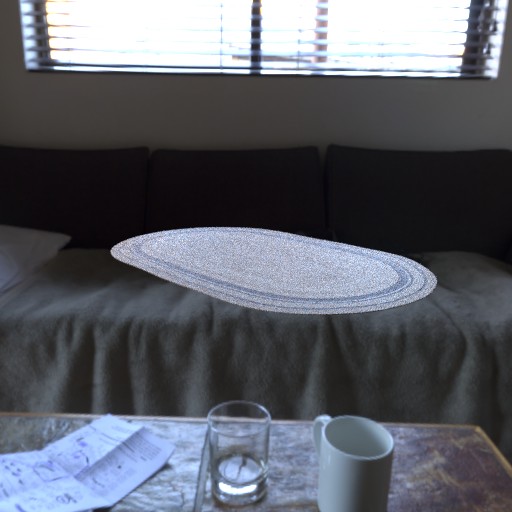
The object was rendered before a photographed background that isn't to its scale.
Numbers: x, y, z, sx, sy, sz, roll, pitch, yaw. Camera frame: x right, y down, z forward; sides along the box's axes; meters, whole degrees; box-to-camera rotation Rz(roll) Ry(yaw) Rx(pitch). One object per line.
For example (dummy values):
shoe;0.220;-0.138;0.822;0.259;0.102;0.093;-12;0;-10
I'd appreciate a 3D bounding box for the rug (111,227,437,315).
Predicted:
rug;0.000;0.000;3.090;1.520;0.006;2.432;-13;19;-42
